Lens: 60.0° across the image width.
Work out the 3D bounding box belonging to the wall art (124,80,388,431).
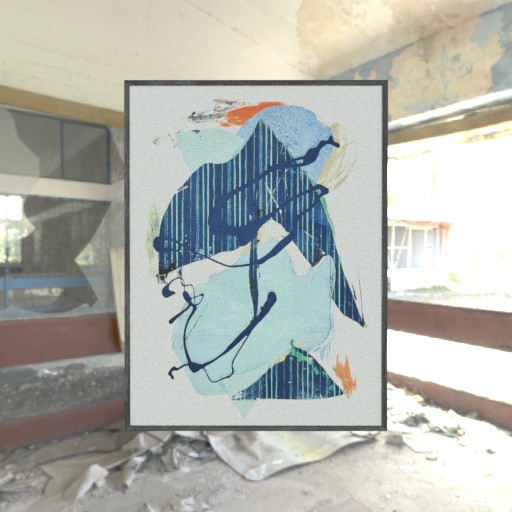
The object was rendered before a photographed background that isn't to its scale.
[{"bbox_3d":[0.000,0.000,1.314,0.762,1.016,0.063,0,0,0],"label":"wall art"}]
